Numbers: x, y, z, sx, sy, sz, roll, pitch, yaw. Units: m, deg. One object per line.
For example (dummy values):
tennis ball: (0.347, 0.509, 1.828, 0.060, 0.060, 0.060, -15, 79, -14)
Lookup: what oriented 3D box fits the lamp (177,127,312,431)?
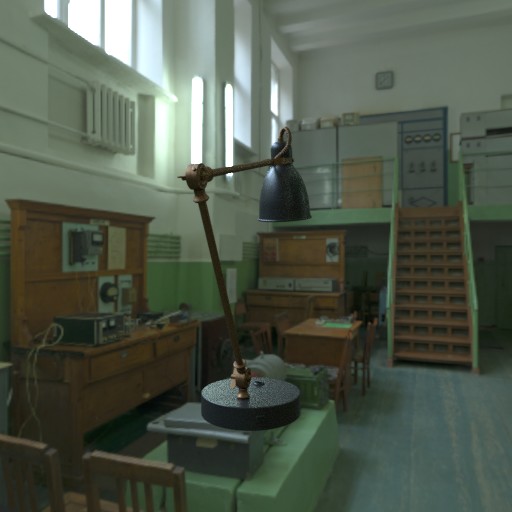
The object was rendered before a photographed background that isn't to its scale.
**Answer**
lamp: (0.000, 0.000, 0.864, 0.187, 0.587, 0.561, 0, 0, 19)
